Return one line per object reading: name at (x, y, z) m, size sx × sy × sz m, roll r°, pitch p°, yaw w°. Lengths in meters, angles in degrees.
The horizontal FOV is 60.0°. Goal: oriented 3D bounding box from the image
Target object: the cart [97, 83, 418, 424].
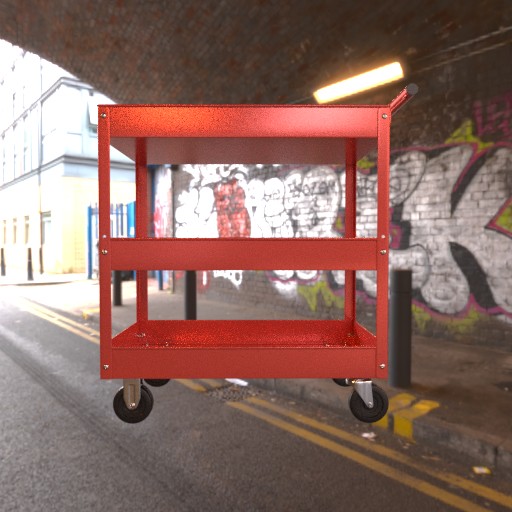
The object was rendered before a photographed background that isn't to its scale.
cart at (0.000, 0.000, 1.176) m, size 0.719 × 0.780 × 0.366 m, roll 0°, pitch 2°, yaw 0°
